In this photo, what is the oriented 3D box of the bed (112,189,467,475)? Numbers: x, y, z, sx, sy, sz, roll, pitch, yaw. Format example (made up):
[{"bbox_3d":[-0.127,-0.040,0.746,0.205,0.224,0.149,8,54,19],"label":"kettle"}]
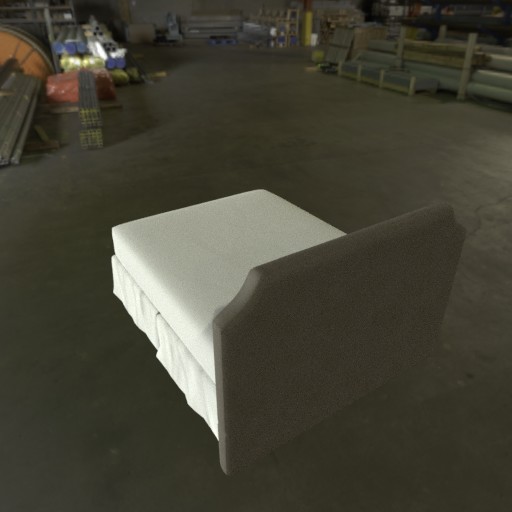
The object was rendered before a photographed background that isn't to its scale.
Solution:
[{"bbox_3d":[0.000,0.000,3.378,1.831,1.297,2.181,-19,35,-29],"label":"bed"}]
